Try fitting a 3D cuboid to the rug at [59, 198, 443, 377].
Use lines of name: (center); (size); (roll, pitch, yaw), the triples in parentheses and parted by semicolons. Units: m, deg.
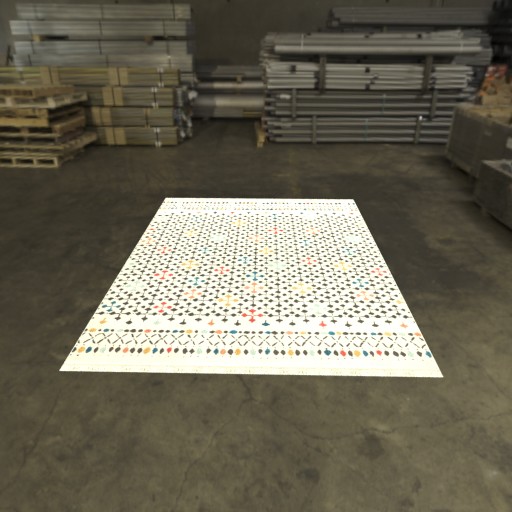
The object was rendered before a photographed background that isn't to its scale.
rug: (0.000, 0.000, 2.017); (1.146, 0.006, 1.556); (1, 27, 1)
